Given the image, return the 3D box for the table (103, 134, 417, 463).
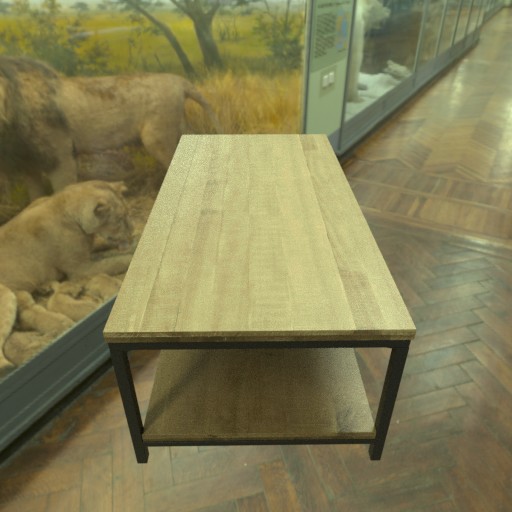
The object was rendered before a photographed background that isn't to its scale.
[{"bbox_3d":[0.000,0.000,1.347,0.551,0.399,1.100,0,33,-1],"label":"table"}]
